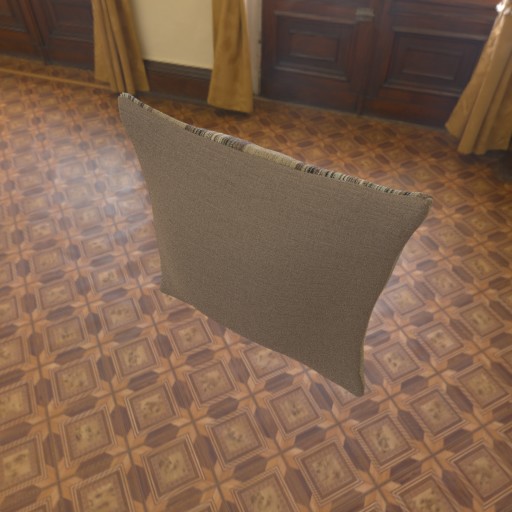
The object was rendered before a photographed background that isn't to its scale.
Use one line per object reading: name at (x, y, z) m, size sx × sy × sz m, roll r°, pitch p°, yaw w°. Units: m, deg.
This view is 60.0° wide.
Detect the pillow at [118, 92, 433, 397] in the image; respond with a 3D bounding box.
pillow at (0.000, 0.000, 0.676) m, size 0.435 × 0.416 × 0.189 m, roll 24°, pitch 51°, yaw 21°
